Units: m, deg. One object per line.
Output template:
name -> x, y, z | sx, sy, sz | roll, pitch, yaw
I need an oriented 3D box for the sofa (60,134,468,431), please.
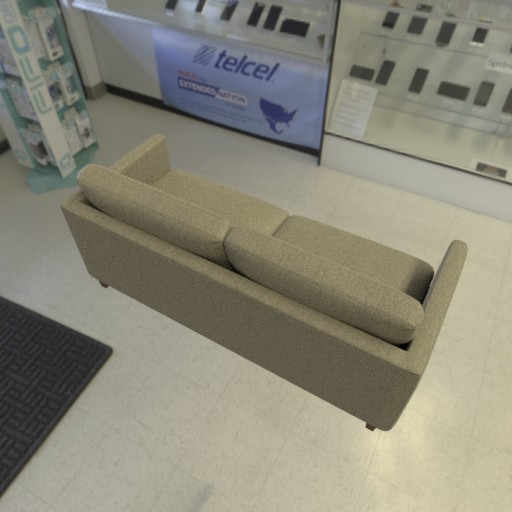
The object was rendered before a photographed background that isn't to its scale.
sofa -> 0.000, 0.000, 2.728 | 2.208, 0.960, 0.956 | 23, 51, 20
